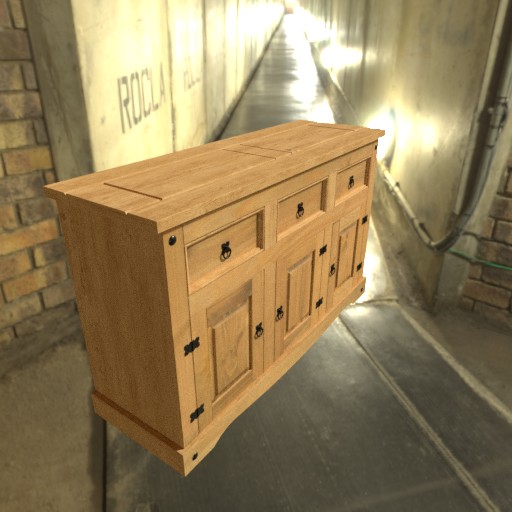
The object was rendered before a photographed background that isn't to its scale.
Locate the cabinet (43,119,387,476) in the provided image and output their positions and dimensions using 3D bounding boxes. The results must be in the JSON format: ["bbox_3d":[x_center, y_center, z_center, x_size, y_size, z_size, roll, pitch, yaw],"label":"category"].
[{"bbox_3d":[0.000,0.000,1.713,0.432,0.810,1.321,18,31,32],"label":"cabinet"}]
